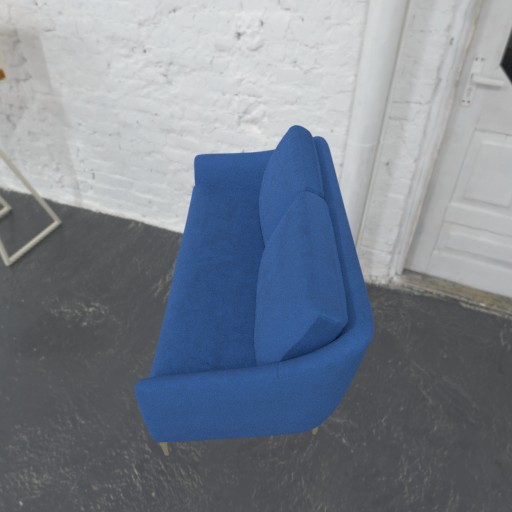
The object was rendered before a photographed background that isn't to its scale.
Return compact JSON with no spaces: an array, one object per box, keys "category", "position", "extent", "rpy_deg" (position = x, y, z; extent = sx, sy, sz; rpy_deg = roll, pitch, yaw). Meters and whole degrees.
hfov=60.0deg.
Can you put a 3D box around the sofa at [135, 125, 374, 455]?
[{"category":"sofa","position":[0.000,0.000,2.588],"extent":[0.960,0.903,2.036],"rpy_deg":[0,39,0]}]
